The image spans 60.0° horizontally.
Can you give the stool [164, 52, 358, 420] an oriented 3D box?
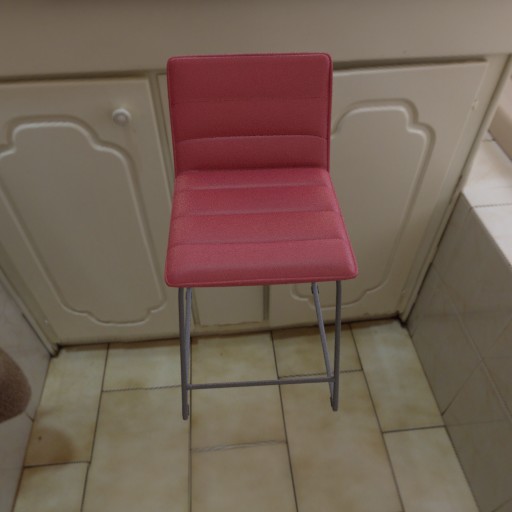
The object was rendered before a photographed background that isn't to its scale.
[{"bbox_3d":[0.000,0.000,1.175,0.489,0.866,0.524,-2,47,-2],"label":"stool"}]
